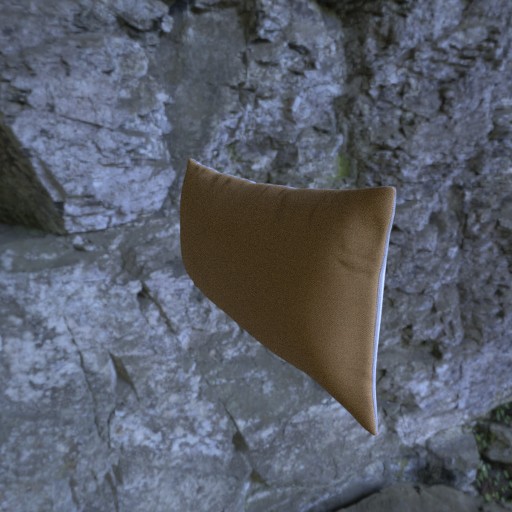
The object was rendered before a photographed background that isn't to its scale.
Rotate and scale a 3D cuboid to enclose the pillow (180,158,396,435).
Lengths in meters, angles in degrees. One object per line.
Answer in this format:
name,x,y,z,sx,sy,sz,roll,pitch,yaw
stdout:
pillow,0.000,0.000,0.738,0.151,0.291,0.608,-8,17,-27
